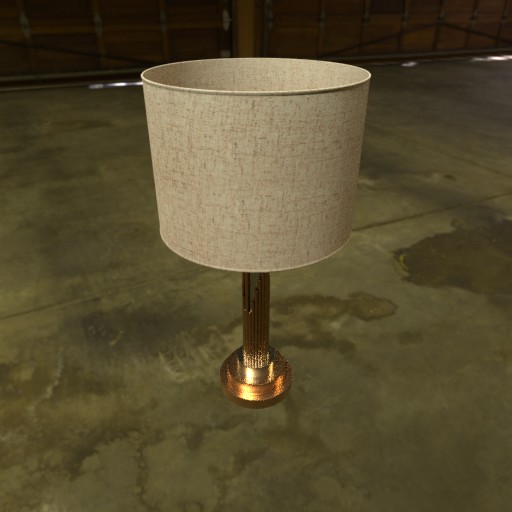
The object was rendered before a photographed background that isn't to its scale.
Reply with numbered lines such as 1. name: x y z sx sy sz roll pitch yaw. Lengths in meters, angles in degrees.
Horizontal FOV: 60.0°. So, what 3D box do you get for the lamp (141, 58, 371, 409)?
1. lamp: 0.000 0.000 0.786 0.321 0.610 0.321 10 32 16
